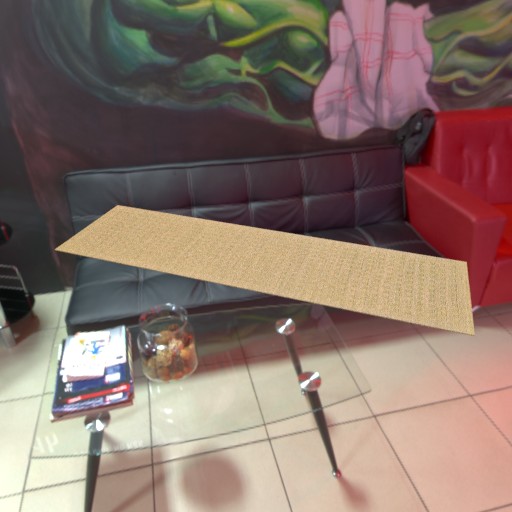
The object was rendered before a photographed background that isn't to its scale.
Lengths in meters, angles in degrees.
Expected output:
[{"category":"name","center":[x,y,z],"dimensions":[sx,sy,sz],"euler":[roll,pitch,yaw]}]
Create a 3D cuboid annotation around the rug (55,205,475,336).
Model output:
[{"category":"rug","center":[0.000,0.000,2.722],"dimensions":[2.437,0.006,0.686],"euler":[10,33,16]}]
